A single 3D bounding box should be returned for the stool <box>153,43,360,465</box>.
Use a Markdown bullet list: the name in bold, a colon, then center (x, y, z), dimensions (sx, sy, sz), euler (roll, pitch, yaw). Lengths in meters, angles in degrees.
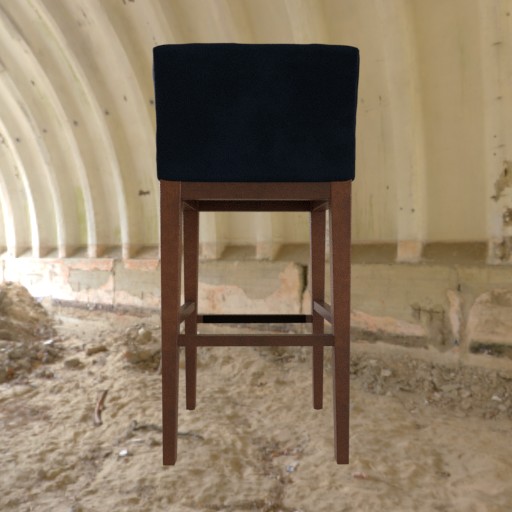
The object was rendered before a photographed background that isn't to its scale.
- **stool**: center (0.000, 0.000, 1.293), dimensions (0.511, 1.037, 0.500), euler (0, 0, -1)
